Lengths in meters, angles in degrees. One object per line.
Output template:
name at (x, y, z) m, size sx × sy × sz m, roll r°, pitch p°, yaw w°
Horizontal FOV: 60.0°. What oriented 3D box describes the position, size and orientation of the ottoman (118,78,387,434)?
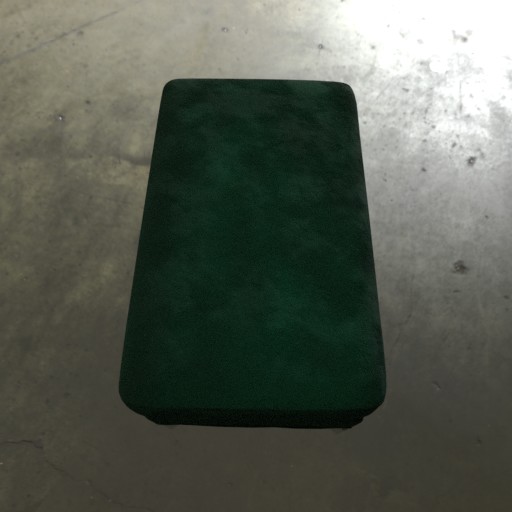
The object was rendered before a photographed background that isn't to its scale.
ottoman at (0.000, 0.000, 1.238) m, size 0.536 × 0.533 × 0.886 m, roll 1°, pitch 64°, yaw 0°
